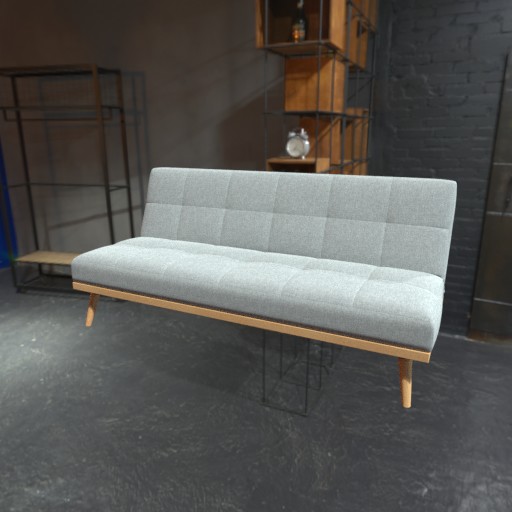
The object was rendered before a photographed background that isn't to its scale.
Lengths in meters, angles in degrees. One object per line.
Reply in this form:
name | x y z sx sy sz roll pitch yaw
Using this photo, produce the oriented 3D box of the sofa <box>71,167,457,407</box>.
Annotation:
sofa | 0.000 0.000 2.282 1.820 0.800 0.800 8 17 25
